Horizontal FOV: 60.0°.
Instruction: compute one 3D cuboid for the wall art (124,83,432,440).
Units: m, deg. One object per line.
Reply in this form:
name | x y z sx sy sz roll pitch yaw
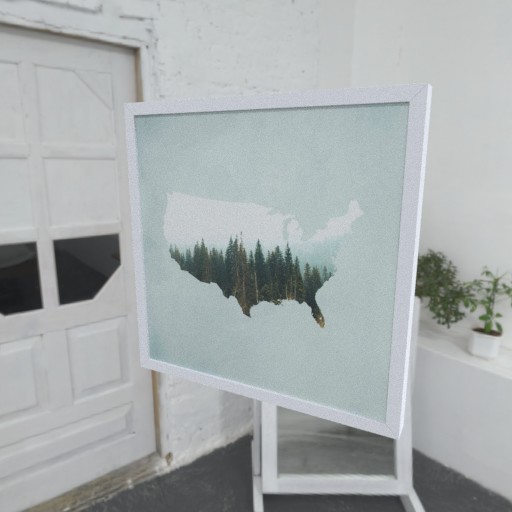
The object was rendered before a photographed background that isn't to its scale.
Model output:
wall art | 0.000 0.000 0.745 0.509 0.509 0.040 7 15 27
